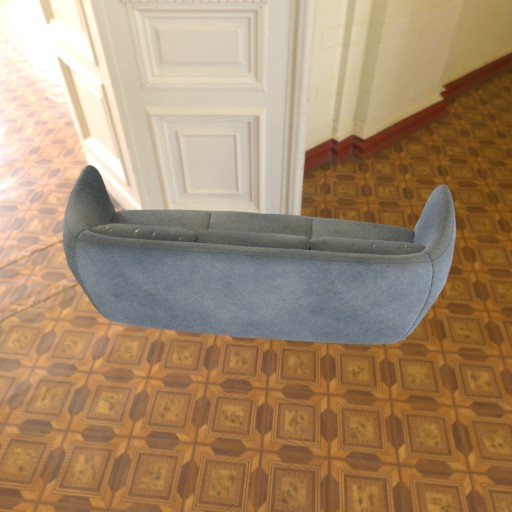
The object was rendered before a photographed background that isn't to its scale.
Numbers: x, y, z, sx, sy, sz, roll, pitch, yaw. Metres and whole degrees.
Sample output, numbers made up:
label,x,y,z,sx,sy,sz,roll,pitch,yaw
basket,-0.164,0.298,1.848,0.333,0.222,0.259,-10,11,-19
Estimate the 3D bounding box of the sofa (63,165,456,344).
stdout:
label,x,y,z,sx,sy,sz,roll,pitch,yaw
sofa,0.000,0.000,2.482,2.095,0.795,0.849,4,46,4
